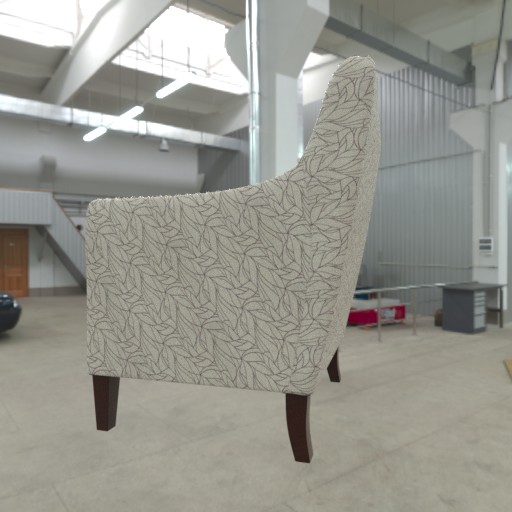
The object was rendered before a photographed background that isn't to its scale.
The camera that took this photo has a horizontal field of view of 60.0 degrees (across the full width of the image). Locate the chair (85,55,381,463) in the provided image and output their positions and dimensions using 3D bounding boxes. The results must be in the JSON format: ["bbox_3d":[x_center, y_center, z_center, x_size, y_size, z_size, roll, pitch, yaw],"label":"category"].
[{"bbox_3d":[0.000,0.000,1.222,0.651,0.816,0.623,0,1,17],"label":"chair"}]
